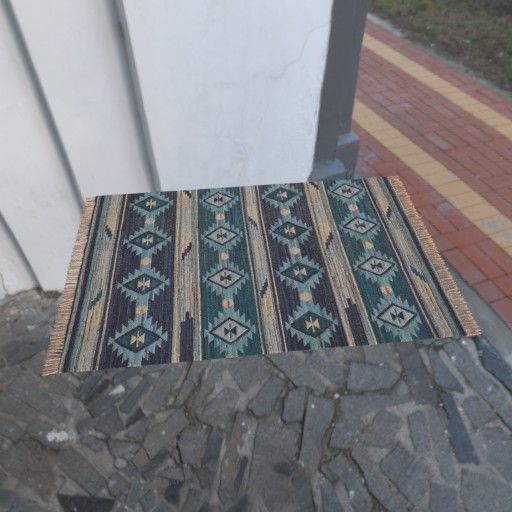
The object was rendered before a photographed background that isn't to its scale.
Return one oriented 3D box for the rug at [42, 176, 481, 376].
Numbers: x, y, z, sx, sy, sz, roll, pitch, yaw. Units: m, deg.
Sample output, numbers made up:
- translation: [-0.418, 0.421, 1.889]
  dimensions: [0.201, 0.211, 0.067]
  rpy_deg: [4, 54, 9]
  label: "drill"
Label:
- translation: [0.000, 0.000, 2.318]
  dimensions: [1.936, 0.028, 1.181]
  rpy_deg: [-4, 47, -4]
  label: "rug"
